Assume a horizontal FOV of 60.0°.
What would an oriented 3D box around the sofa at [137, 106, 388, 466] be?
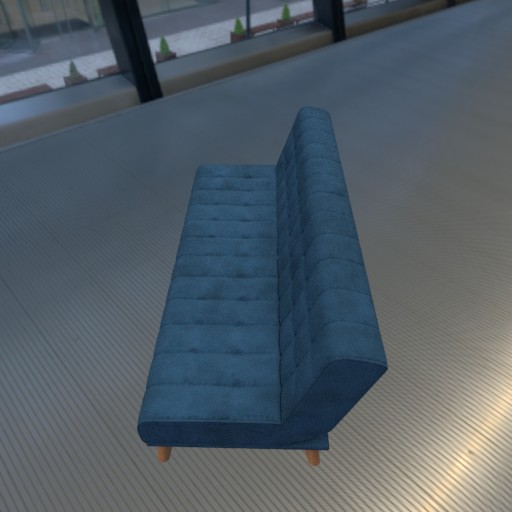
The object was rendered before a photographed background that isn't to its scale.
[{"bbox_3d":[0.000,0.000,2.270,0.855,0.813,1.804,1,42,1],"label":"sofa"}]
